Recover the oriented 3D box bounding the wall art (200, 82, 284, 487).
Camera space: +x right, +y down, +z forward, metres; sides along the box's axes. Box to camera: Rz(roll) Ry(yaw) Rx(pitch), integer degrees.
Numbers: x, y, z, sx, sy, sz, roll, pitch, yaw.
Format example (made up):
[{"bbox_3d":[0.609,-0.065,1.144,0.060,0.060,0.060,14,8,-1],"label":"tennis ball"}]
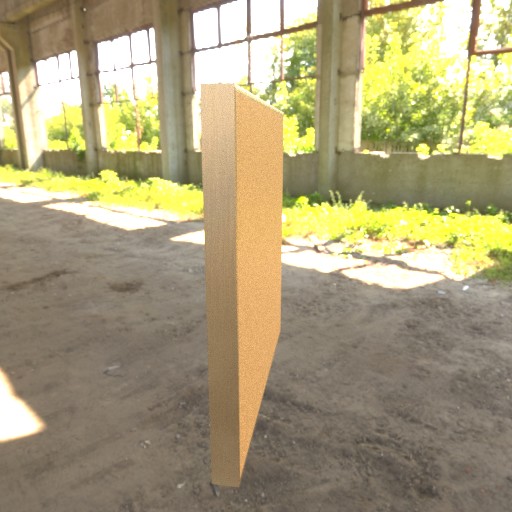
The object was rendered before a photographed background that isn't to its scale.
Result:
[{"bbox_3d":[0.000,0.000,0.780,0.038,0.511,0.513,2,15,9],"label":"wall art"}]
